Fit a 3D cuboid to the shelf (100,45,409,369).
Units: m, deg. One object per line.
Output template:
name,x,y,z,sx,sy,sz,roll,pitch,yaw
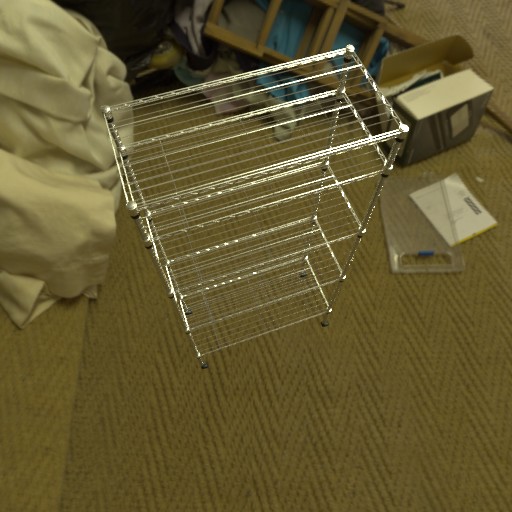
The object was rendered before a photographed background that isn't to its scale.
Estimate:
shelf,0.000,0.000,1.866,0.762,1.587,0.356,-17,64,-9
